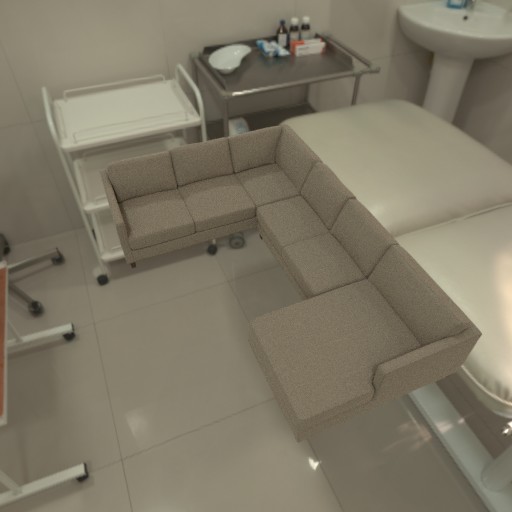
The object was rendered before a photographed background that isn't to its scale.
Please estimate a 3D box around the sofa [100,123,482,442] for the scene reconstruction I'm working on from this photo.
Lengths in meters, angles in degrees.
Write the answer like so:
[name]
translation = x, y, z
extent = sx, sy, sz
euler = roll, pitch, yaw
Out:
[sofa]
translation = 0.000, 0.000, 4.421
extent = 2.424, 0.865, 3.438
euler = -17, 48, -16
